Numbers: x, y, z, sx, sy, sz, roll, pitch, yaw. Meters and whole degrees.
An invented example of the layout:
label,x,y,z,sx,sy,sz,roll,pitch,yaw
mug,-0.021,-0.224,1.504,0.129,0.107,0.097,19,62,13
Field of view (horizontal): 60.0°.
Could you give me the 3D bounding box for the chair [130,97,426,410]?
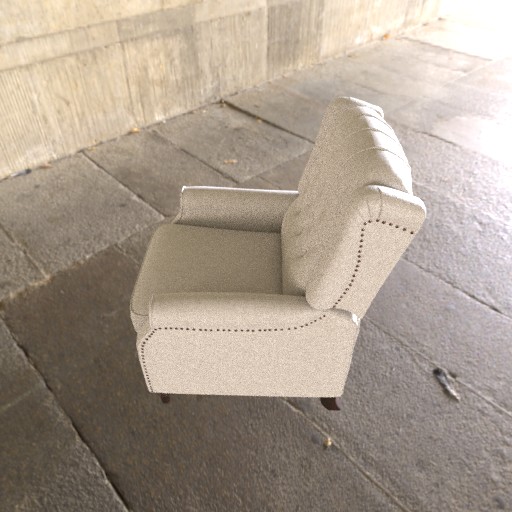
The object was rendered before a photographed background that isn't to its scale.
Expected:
label,x,y,z,sx,sy,sz,roll,pitch,yaw
chair,0.000,0.000,1.669,0.902,1.035,0.742,1,41,1
